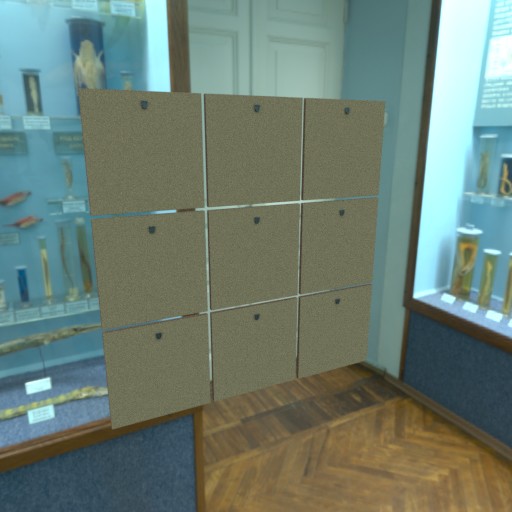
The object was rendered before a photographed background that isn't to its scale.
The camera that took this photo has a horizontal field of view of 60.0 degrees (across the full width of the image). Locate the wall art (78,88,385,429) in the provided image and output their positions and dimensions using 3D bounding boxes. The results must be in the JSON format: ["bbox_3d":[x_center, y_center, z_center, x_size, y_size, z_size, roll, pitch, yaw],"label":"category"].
[{"bbox_3d":[0.000,0.000,1.325,0.906,0.904,0.018,-7,17,-25],"label":"wall art"}]
